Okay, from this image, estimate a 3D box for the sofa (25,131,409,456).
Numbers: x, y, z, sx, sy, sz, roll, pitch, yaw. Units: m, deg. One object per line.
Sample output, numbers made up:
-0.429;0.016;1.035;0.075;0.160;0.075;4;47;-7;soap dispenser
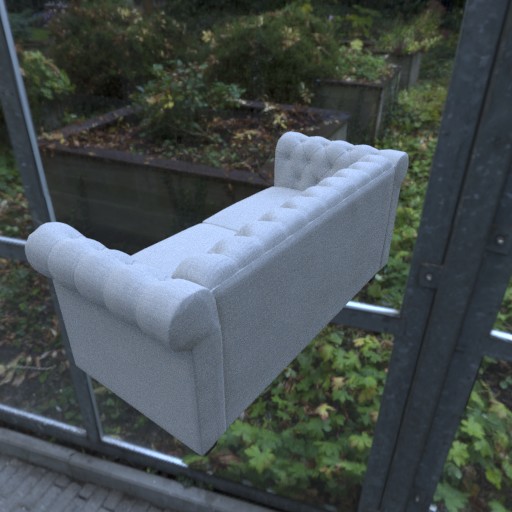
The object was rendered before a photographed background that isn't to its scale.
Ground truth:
0.000;0.000;2.170;0.783;0.797;1.798;21;36;31;sofa
